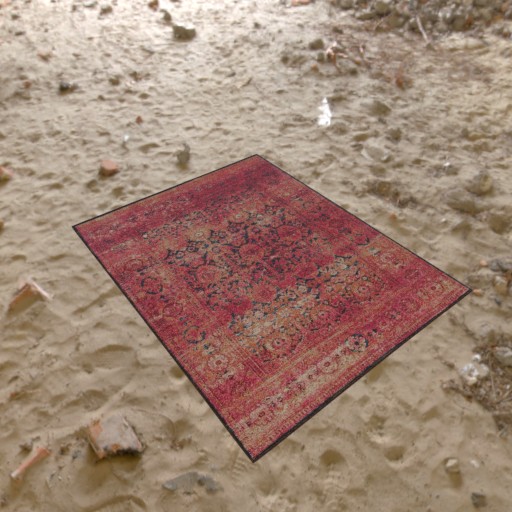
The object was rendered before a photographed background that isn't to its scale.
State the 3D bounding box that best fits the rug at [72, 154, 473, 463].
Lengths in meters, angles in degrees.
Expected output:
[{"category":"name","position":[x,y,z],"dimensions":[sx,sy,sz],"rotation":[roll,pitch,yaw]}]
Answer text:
[{"category":"rug","position":[0.000,0.000,4.178],"dimensions":[2.411,0.020,3.032],"rotation":[-28,49,-27]}]
